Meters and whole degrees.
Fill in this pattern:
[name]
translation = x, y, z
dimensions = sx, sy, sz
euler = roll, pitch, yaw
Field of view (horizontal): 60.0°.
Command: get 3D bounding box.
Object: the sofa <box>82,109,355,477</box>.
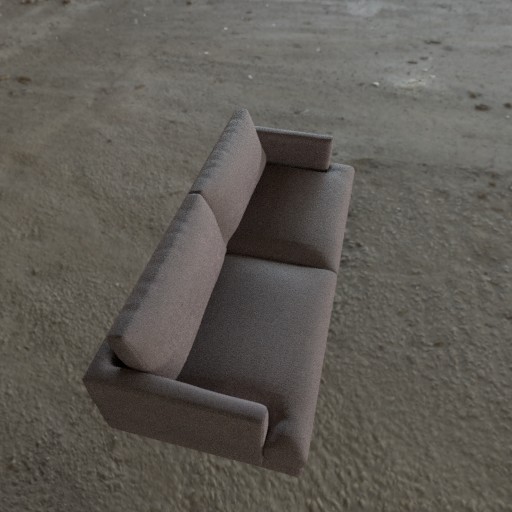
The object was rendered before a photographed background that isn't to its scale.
[sofa]
translation = 0.000, 0.000, 2.739
dimensions = 1.020, 0.868, 2.250
euler = 10, 47, 10
